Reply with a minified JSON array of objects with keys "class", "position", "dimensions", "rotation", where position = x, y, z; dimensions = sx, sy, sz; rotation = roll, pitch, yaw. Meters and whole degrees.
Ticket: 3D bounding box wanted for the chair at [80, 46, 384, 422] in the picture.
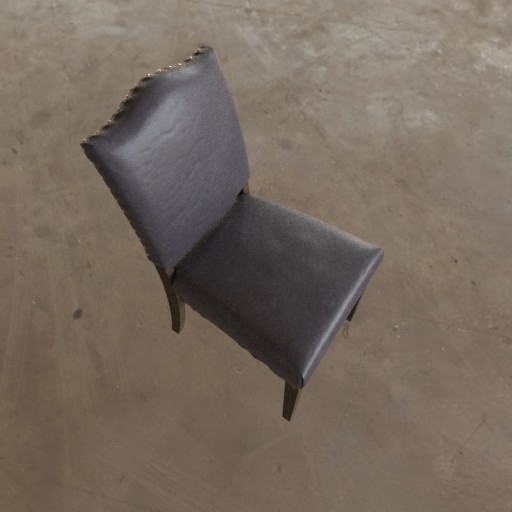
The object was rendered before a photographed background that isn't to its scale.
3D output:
[{"class":"chair","position":[0.000,0.000,1.327],"dimensions":[0.633,0.991,0.500],"rotation":[30,62,17]}]
